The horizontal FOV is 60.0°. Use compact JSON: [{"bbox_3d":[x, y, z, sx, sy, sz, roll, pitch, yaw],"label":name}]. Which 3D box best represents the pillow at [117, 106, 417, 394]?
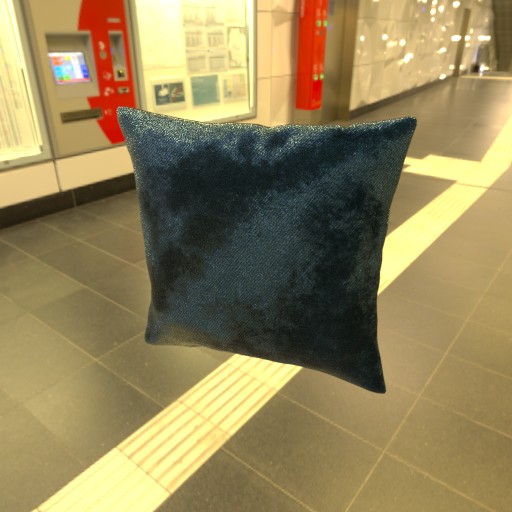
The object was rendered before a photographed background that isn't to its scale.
[{"bbox_3d":[0.000,0.000,0.675,0.436,0.430,0.138,9,28,17],"label":"pillow"}]
